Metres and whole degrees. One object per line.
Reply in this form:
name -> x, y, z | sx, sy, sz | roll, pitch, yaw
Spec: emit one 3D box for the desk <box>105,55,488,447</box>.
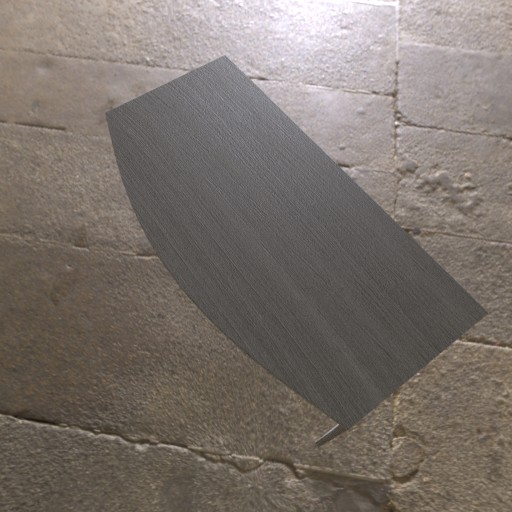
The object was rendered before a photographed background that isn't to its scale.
desk -> 0.000, 0.000, 2.034 | 0.802, 0.750, 1.600 | -33, 67, -16
